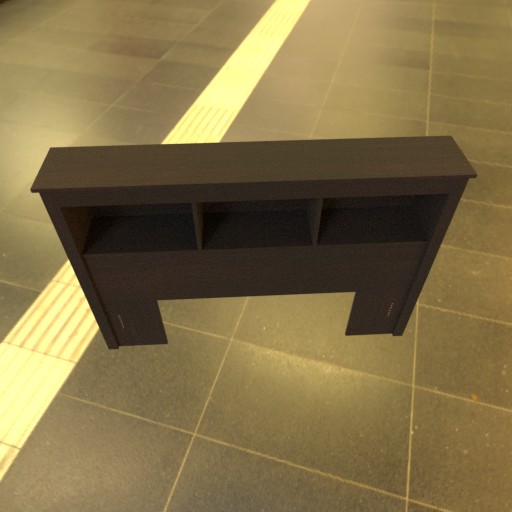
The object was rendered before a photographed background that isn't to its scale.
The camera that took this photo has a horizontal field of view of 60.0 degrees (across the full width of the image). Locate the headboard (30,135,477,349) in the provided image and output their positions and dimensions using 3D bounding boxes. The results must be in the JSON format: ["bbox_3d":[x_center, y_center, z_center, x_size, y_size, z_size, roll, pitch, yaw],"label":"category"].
[{"bbox_3d":[0.000,0.000,2.143,1.671,1.092,0.279,-2,46,-2],"label":"headboard"}]
